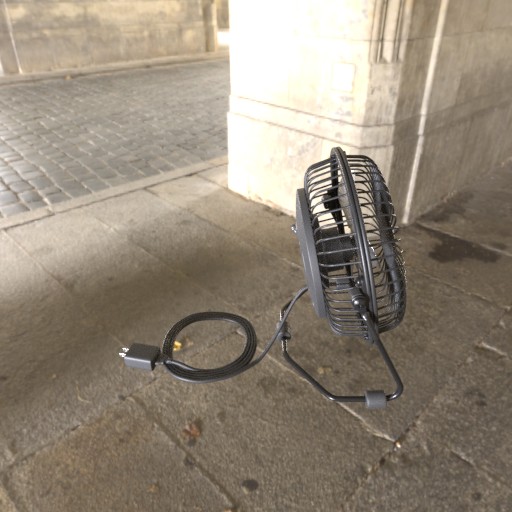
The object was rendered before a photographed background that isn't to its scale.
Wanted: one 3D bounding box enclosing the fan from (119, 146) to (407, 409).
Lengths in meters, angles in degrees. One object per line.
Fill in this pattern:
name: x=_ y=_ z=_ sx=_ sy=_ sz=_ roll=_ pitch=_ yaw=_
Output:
fan: x=0.000 y=0.000 z=0.315 sx=0.202 sy=0.152 sz=0.153 roll=0 pitch=31 yaw=0
